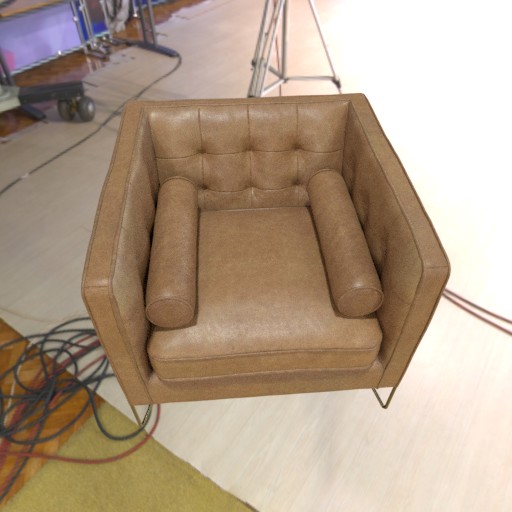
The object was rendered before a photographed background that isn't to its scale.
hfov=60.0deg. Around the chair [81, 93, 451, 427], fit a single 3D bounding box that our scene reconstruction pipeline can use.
[{"bbox_3d":[0.000,0.000,1.612,0.920,0.797,0.912,-3,46,-3],"label":"chair"}]
